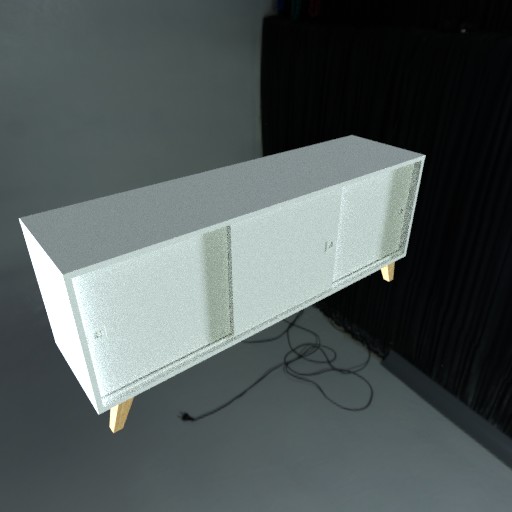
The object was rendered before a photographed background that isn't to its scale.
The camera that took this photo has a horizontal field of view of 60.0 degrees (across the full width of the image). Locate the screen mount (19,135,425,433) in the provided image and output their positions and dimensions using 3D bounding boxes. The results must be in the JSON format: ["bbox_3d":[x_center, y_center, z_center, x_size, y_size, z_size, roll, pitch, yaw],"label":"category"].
[{"bbox_3d":[0.000,0.000,1.744,1.490,0.619,0.400,-22,37,-32],"label":"screen mount"}]
